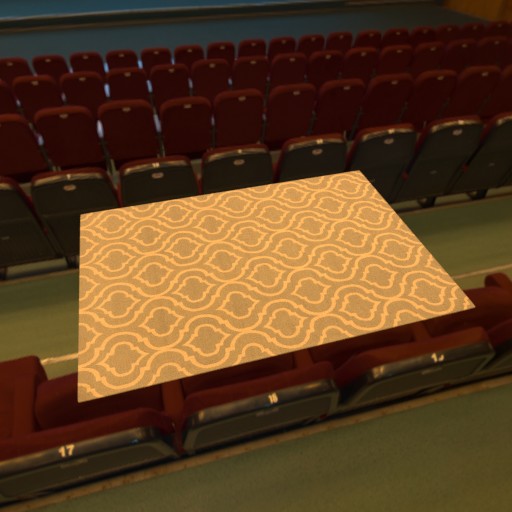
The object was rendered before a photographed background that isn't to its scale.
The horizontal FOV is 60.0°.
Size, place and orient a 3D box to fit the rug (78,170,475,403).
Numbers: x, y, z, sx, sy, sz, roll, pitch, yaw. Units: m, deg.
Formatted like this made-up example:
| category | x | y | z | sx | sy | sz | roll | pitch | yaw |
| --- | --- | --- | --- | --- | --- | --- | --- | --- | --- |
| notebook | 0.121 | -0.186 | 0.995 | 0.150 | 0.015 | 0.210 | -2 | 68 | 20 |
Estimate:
| category | x | y | z | sx | sy | sz | roll | pitch | yaw |
| --- | --- | --- | --- | --- | --- | --- | --- | --- | --- |
| rug | 0.000 | 0.000 | 2.721 | 2.080 | 0.010 | 1.451 | -11 | 44 | -12 |
